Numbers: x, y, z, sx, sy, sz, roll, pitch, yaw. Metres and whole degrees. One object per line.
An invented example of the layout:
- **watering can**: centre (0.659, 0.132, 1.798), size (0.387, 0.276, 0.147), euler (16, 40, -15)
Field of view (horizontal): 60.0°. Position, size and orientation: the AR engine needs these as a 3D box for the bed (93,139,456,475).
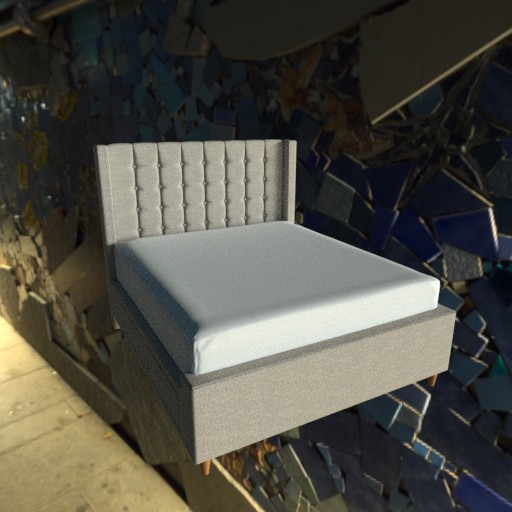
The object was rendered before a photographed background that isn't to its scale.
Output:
- **bed**: centre (0.000, 0.000, 3.677), size (2.044, 1.748, 2.372), euler (-9, 20, -27)
